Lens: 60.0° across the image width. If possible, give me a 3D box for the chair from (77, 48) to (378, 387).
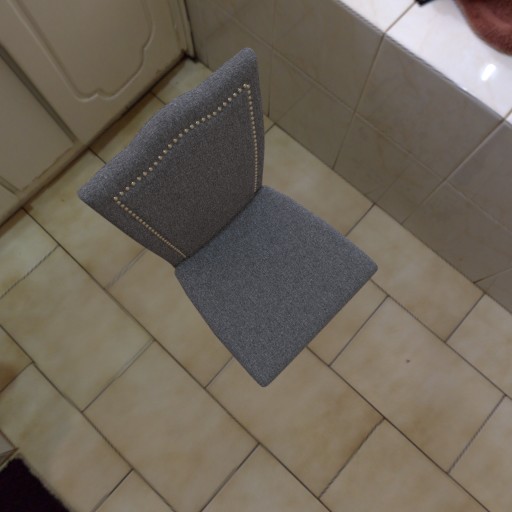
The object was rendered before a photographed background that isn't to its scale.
[{"bbox_3d":[0.000,0.000,1.324,0.589,0.946,0.518,44,80,10],"label":"chair"}]
